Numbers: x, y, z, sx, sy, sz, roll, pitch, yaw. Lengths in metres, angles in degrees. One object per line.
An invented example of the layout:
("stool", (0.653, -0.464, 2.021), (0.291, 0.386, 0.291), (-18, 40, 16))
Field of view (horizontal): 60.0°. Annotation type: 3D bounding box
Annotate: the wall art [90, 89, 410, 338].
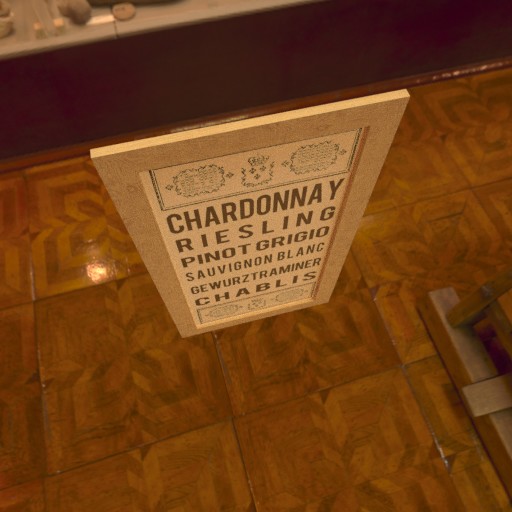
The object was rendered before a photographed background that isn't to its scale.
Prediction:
("wall art", (0.000, 0.000, 0.819), (0.381, 0.683, 0.013), (-13, 64, -7))
